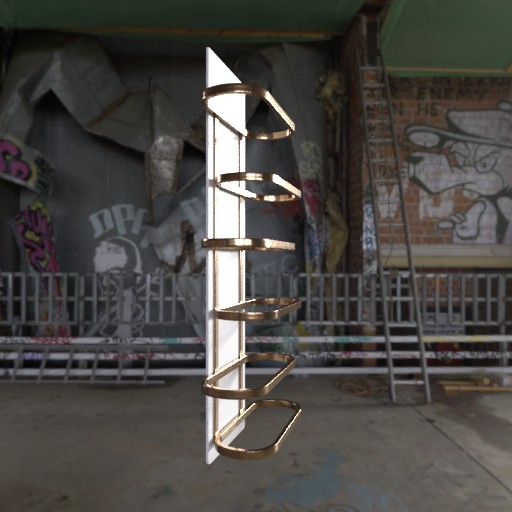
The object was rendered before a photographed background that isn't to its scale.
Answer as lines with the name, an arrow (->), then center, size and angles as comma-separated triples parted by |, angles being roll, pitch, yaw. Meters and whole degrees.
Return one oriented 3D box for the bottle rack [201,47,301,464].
bottle rack -> 0.000, 0.000, 0.819 | 0.118, 0.709, 0.332 | 0, -1, 18
